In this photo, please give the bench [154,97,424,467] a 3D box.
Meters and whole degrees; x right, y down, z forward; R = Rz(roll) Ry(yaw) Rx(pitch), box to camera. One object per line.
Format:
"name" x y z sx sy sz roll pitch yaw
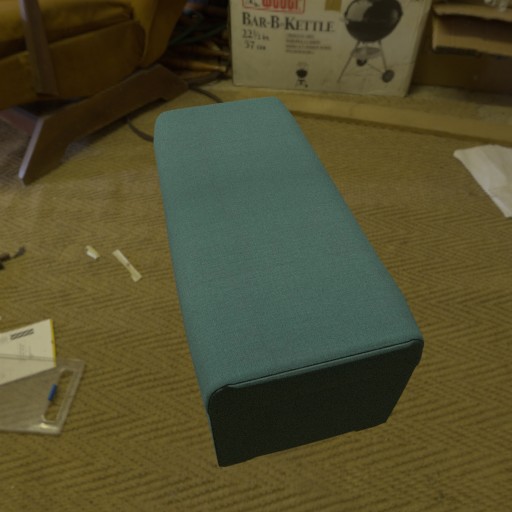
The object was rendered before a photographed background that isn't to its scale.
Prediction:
"bench" 0.000 0.000 1.280 0.476 0.474 0.995 -11 48 -10
